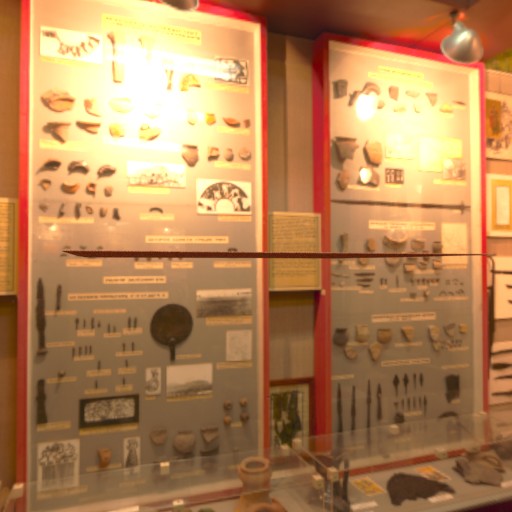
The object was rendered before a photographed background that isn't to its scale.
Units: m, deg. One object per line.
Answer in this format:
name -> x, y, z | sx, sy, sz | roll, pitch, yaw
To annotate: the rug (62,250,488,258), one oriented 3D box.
rug -> 0.000, 0.000, 2.793 | 2.112, 0.009, 1.594 | 0, -1, -18
